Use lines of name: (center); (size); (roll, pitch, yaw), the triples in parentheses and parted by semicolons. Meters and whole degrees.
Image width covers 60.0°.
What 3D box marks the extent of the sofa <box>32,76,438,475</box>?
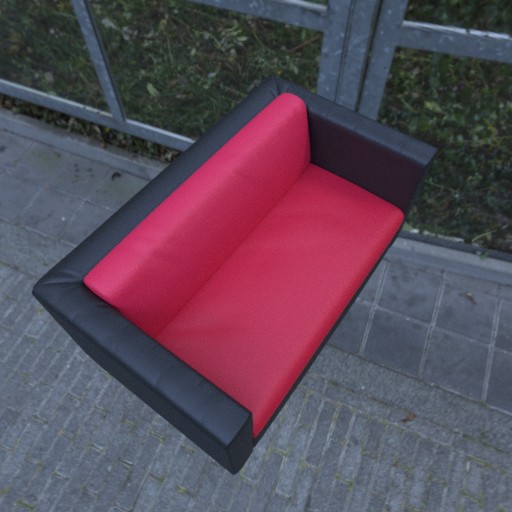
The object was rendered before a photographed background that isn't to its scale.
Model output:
sofa: (0.000, 0.000, 1.881); (0.845, 0.735, 1.410); (31, 63, 18)
